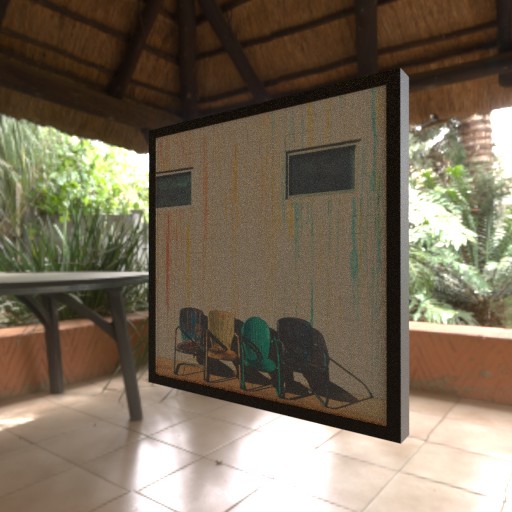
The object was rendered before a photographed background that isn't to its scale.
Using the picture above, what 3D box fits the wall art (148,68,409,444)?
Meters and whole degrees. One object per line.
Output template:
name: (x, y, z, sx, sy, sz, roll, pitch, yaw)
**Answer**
wall art: (0.000, 0.000, 0.759, 0.506, 0.506, 0.037, 0, 0, 36)
